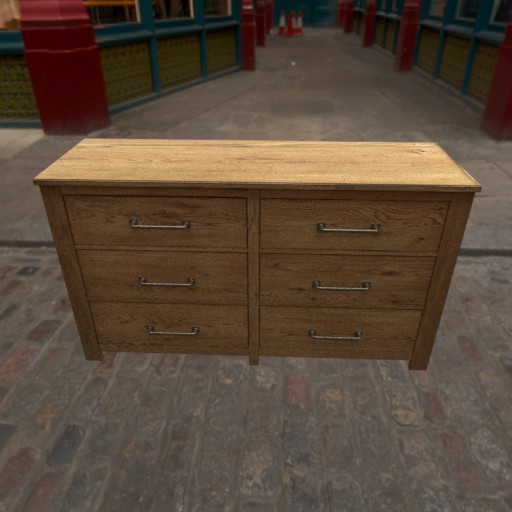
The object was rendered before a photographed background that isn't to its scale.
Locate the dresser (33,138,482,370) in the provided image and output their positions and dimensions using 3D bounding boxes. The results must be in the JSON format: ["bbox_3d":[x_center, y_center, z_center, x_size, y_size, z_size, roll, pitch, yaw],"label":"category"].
[{"bbox_3d":[0.000,0.000,2.083,1.657,0.932,0.563,1,31,2],"label":"dresser"}]
